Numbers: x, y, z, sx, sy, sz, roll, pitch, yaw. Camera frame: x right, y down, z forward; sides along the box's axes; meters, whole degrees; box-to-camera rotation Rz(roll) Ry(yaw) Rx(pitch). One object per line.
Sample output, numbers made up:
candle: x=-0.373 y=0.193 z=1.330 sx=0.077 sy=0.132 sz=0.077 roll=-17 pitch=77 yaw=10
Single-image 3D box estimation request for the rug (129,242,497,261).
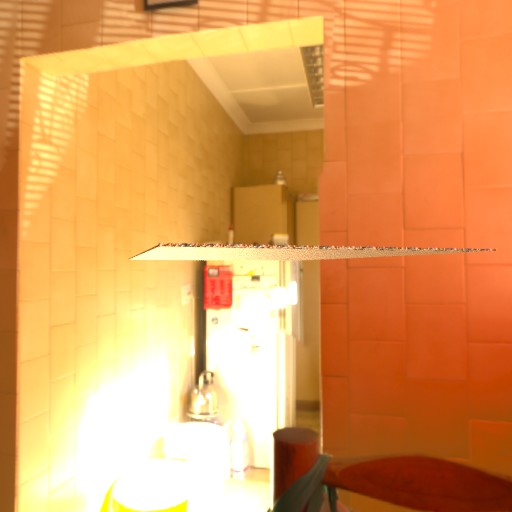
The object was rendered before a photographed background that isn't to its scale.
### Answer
rug: x=0.000 y=0.000 z=2.932 sx=1.533 sy=0.010 sz=2.428 roll=1 pitch=-2 yaw=-19
